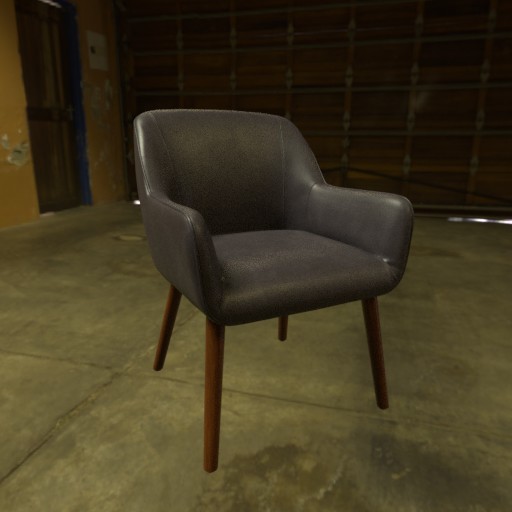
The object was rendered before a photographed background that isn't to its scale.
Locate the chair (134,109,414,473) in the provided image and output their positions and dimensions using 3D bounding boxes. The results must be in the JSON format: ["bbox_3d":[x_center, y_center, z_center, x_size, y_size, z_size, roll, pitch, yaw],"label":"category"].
[{"bbox_3d":[0.000,0.000,1.269,0.610,0.828,0.610,-8,16,-27],"label":"chair"}]
